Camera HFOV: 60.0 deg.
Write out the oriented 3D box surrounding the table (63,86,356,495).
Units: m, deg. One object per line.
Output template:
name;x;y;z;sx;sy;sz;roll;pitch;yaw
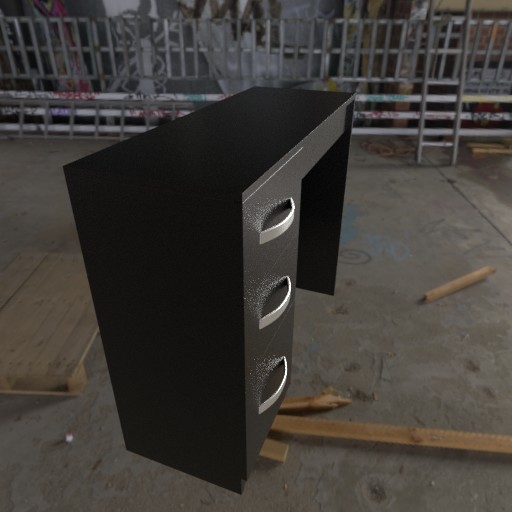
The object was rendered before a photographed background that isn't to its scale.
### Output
table;0.000;0.000;1.309;0.380;0.790;0.930;11;32;19
